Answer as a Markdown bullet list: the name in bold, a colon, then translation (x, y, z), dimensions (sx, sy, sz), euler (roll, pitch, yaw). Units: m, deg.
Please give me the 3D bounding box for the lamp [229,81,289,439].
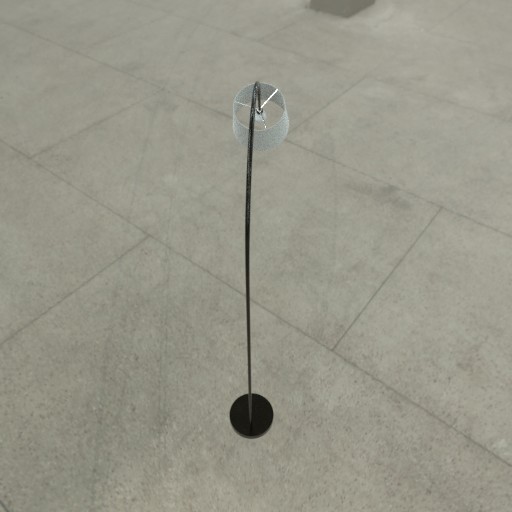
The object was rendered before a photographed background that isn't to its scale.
- **lamp**: translation (0.000, 0.000, 2.633), dimensions (0.331, 2.104, 1.363), euler (2, 47, 2)
